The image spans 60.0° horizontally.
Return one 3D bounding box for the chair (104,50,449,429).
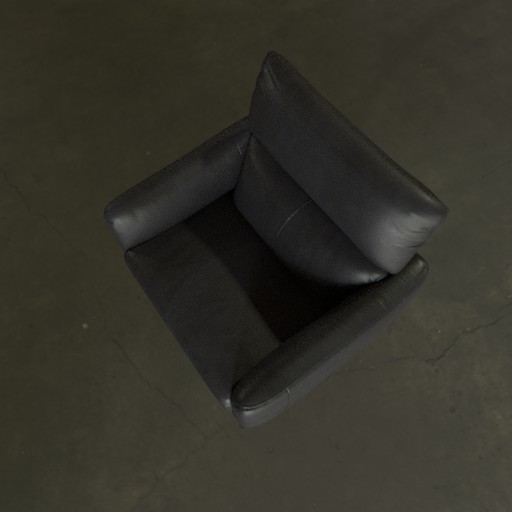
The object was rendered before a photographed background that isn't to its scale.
[{"bbox_3d":[0.000,0.000,1.651,0.809,0.949,0.976,-33,68,-15],"label":"chair"}]
